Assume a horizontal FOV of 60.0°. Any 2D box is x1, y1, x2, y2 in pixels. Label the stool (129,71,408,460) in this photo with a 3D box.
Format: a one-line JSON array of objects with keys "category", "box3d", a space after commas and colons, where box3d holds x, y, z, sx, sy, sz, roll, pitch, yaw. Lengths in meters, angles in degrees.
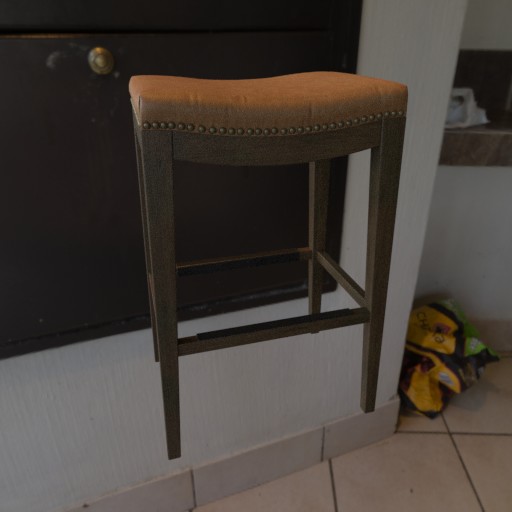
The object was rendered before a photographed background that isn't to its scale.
[{"category": "stool", "box3d": [0.000, 0.000, 1.012, 0.500, 0.759, 0.361, -7, 27, -15]}]
